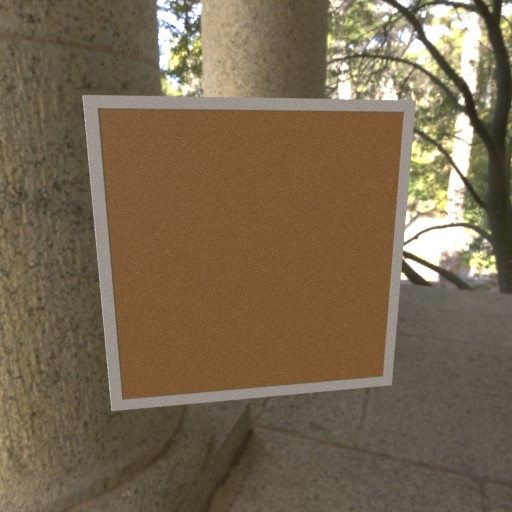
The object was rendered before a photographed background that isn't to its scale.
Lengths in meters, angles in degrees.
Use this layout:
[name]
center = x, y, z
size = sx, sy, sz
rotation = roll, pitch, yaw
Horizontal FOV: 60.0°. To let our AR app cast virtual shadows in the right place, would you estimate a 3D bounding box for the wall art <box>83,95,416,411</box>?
[wall art]
center = 0.000, 0.000, 0.456
size = 0.305, 0.305, 0.038
rotation = -2, 15, -9
